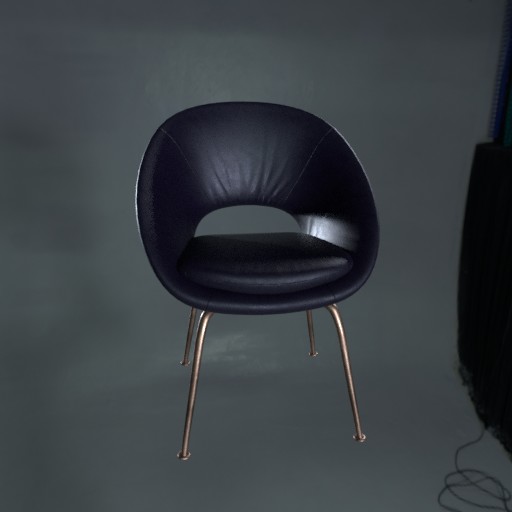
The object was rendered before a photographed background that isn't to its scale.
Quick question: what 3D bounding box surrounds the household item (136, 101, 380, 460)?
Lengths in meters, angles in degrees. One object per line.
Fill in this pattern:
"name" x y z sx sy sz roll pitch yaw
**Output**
"household item" 0.000 0.000 1.248 0.623 0.852 0.573 -2 16 -8
